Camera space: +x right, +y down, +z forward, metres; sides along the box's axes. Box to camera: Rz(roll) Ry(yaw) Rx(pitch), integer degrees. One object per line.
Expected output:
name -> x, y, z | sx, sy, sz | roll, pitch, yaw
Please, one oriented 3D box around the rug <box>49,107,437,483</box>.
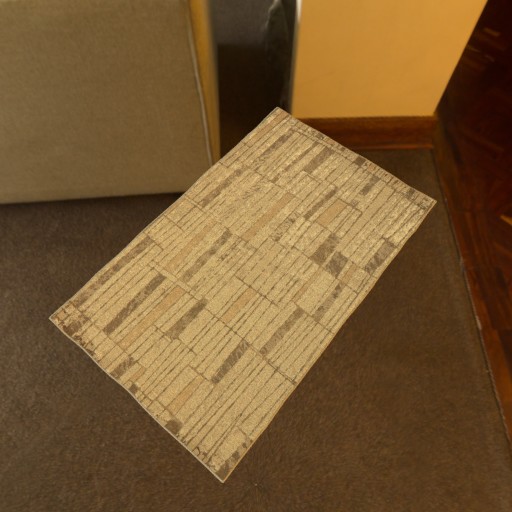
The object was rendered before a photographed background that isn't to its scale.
rug -> 0.000, 0.000, 3.124 | 1.531, 0.023, 2.444 | 36, 68, 17
